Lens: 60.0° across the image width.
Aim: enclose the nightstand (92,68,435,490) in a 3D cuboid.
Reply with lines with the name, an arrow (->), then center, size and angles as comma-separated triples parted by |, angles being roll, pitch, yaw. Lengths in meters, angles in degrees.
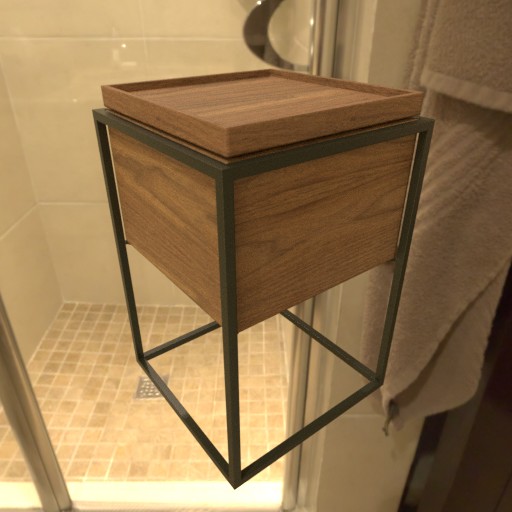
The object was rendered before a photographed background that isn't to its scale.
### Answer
nightstand -> 0.000, 0.000, 0.849 | 0.397, 0.607, 0.397 | -21, 36, -32
